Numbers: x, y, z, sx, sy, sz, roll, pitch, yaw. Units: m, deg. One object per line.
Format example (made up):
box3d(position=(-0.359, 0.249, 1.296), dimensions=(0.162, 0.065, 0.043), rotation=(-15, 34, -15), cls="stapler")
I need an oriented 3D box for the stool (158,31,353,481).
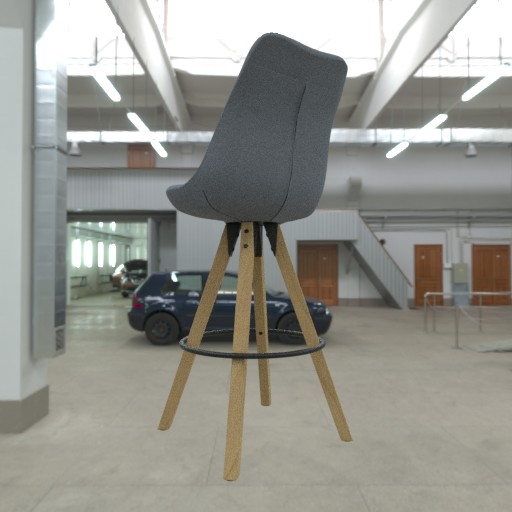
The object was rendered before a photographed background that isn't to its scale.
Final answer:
box3d(position=(0.000, 0.000, 1.379), dimensions=(0.485, 1.115, 0.550), rotation=(1, -1, -36), cls="stool")
